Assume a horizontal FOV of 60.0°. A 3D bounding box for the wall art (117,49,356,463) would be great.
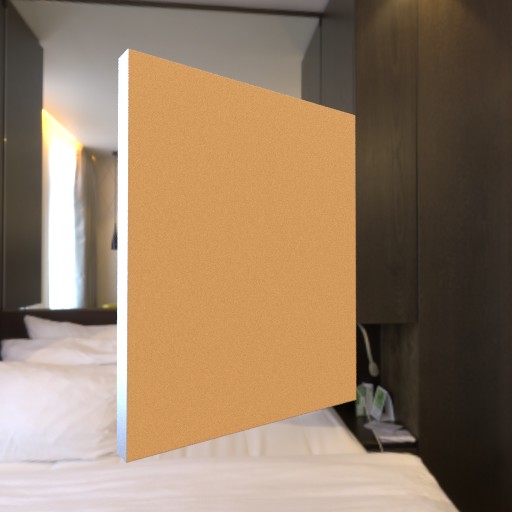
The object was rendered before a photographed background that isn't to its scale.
[{"bbox_3d":[0.000,0.000,0.737,0.452,0.549,0.038,1,-1,-37],"label":"wall art"}]
